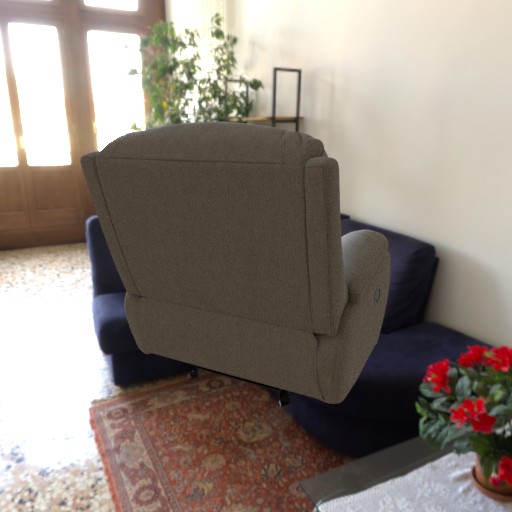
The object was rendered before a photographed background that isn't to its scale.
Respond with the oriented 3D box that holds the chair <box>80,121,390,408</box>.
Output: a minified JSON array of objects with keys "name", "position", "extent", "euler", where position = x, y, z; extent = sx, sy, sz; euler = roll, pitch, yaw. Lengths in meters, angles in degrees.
[{"name":"chair","position":[0.000,0.000,1.763],"extent":[0.930,1.011,0.899],"euler":[8,17,26]}]
